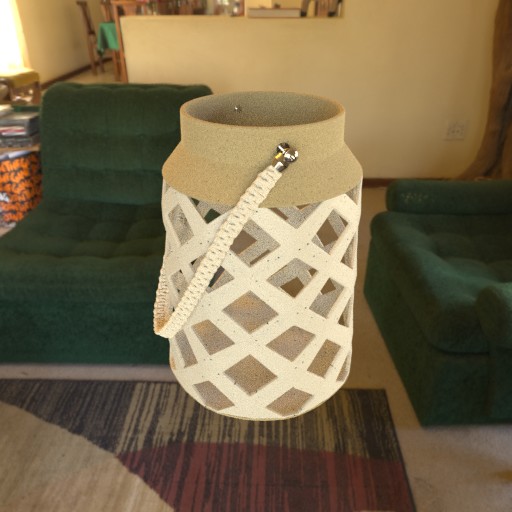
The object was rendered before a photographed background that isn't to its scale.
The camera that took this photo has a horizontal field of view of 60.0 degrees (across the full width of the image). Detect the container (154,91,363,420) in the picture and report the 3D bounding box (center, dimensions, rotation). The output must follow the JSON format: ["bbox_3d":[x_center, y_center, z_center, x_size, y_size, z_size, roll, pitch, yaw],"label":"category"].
[{"bbox_3d":[0.000,0.000,0.351,0.172,0.229,0.163,-8,32,-14],"label":"container"}]
